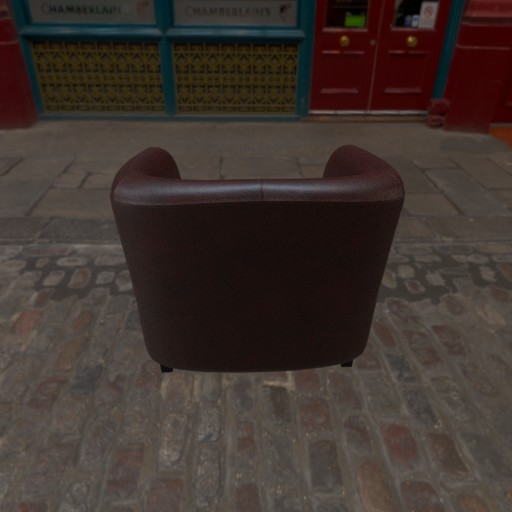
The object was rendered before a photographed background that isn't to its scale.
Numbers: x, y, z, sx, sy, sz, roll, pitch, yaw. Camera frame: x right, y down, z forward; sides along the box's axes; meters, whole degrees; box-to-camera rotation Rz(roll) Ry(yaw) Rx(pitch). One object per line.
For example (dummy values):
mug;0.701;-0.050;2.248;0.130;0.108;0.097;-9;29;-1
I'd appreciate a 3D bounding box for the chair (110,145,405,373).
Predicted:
chair;0.000;0.000;1.426;0.792;0.756;0.727;-1;30;-2
